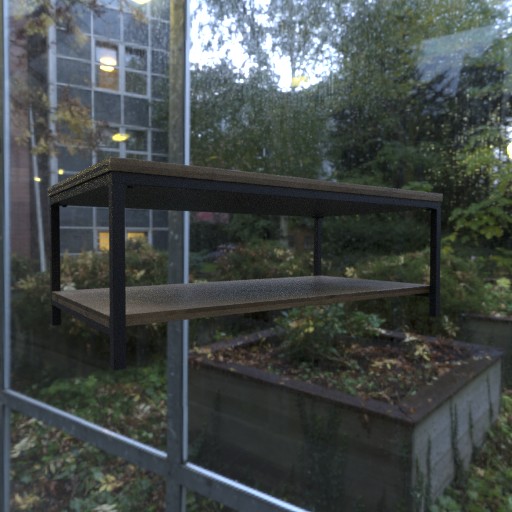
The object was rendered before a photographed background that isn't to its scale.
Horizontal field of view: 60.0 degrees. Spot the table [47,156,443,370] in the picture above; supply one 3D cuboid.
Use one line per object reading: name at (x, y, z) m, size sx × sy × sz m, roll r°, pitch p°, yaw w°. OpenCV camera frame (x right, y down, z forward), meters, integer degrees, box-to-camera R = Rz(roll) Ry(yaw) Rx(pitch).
table at (0.000, 0.000, 1.352) m, size 1.062 × 0.393 × 0.574 m, roll -1°, pitch 2°, yaw -36°
